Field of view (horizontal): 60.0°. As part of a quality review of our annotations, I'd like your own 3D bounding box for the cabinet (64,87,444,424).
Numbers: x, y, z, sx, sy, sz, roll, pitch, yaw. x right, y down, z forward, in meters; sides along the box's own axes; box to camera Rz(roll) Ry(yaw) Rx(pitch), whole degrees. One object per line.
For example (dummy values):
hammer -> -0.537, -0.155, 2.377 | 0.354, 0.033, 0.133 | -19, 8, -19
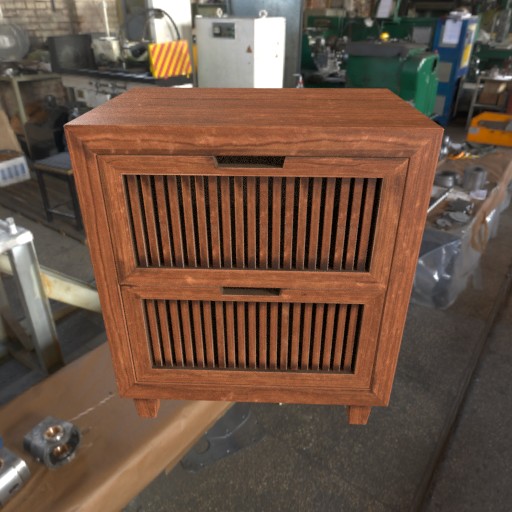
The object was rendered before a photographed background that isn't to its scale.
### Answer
cabinet -> 0.000, 0.000, 1.050 | 0.607, 0.695, 0.410 | 1, 29, 2
